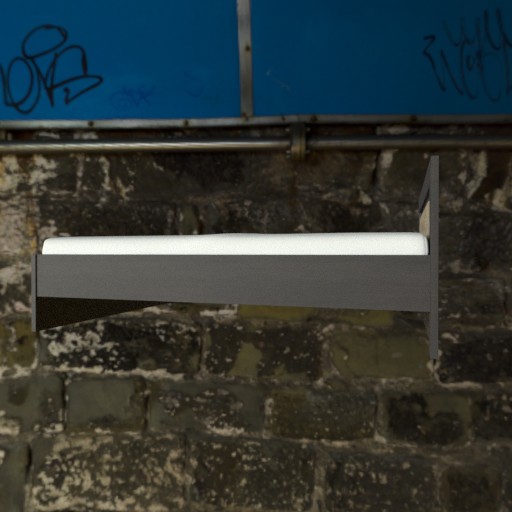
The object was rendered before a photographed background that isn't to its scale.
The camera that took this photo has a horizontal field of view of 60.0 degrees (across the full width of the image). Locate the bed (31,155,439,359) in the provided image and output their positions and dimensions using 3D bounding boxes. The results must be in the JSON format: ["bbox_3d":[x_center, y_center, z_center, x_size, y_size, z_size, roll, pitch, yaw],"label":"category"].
[{"bbox_3d":[0.000,0.000,2.858,2.073,0.823,1.585,0,0,18],"label":"bed"}]
